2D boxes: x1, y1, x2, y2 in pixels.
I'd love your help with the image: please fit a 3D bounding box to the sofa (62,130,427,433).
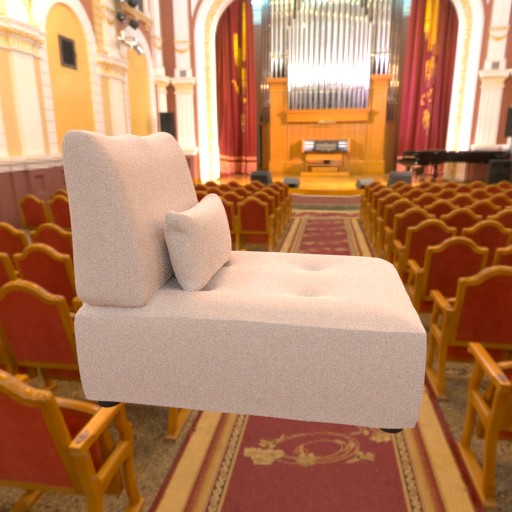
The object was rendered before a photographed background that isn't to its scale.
[{"bbox_3d":[0.000,0.000,1.504,1.000,0.820,0.700,2,15,9],"label":"sofa"}]
